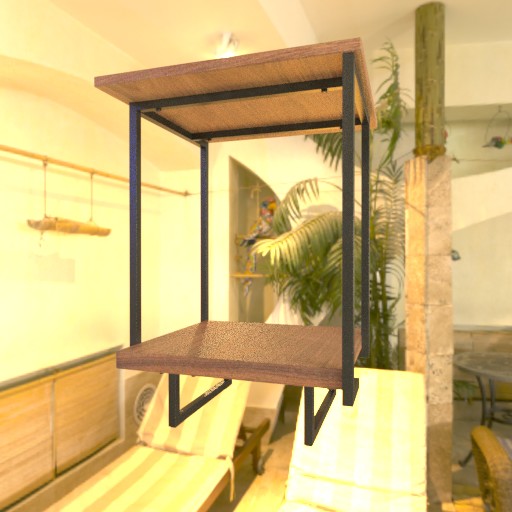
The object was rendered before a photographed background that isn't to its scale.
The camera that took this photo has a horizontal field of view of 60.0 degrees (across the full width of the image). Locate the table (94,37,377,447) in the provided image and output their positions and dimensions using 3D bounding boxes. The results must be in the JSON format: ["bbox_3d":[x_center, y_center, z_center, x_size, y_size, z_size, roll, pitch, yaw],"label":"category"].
[{"bbox_3d":[0.000,0.000,0.818,0.411,0.567,0.384,0,0,18],"label":"table"}]
